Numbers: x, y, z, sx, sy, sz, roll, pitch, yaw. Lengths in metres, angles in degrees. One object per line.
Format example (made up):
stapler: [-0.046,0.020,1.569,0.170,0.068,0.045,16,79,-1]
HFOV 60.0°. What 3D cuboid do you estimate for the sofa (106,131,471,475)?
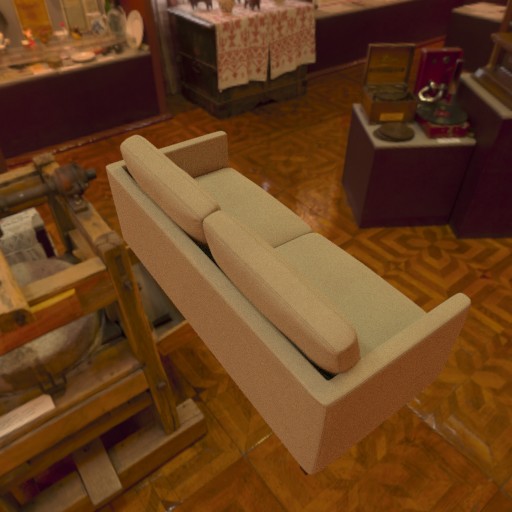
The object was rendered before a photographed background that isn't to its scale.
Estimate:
sofa: [0.000,0.000,2.640,0.948,0.932,2.181,-25,47,-26]
